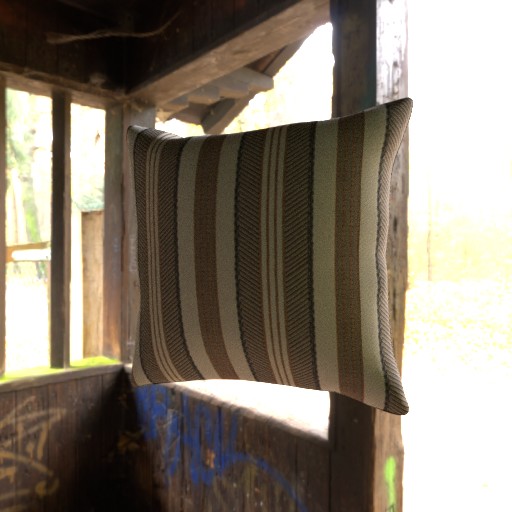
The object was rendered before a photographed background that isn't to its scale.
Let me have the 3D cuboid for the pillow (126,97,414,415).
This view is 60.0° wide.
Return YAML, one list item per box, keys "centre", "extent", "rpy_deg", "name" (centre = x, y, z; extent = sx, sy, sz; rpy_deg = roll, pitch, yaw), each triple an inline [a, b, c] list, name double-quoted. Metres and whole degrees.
- centre: [0.000, 0.000, 0.620]
  extent: [0.416, 0.401, 0.173]
  rpy_deg: [0, 0, 18]
  name: "pillow"
